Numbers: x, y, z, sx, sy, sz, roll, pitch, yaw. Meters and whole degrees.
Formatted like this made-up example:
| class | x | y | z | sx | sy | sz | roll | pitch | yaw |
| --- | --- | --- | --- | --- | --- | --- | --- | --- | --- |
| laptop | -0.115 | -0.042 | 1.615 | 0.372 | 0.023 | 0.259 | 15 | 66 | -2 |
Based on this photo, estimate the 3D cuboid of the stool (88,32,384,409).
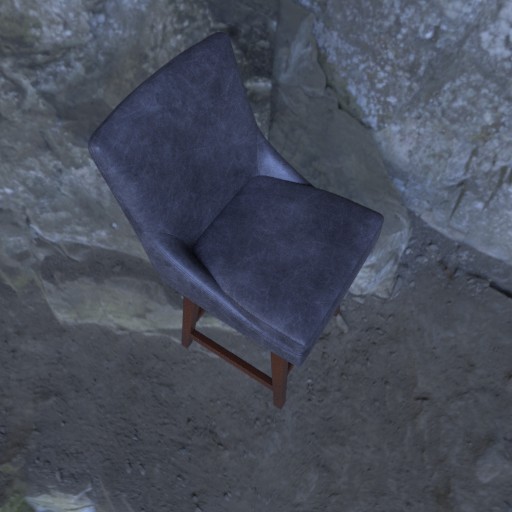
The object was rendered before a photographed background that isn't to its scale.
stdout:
| class | x | y | z | sx | sy | sz | roll | pitch | yaw |
| --- | --- | --- | --- | --- | --- | --- | --- | --- | --- |
| stool | 0.000 | 0.000 | 1.354 | 0.587 | 1.046 | 0.492 | 29 | 62 | 17 |
